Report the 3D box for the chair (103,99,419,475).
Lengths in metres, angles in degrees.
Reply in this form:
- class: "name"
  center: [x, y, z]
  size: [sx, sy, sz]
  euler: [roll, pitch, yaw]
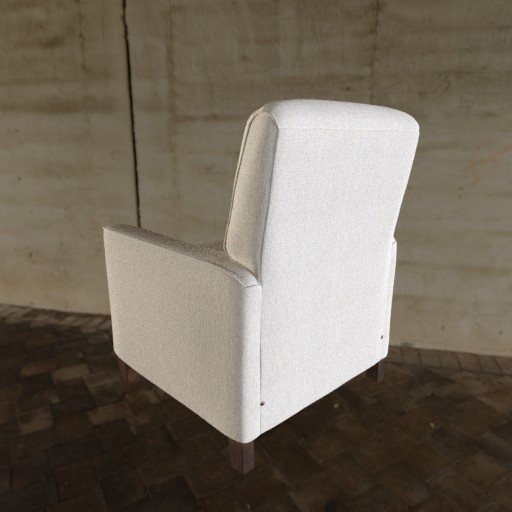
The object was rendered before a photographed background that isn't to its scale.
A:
- class: "chair"
  center: [0.000, 0.000, 1.617]
  size: [0.841, 1.028, 0.858]
  euler: [-14, 20, -42]
